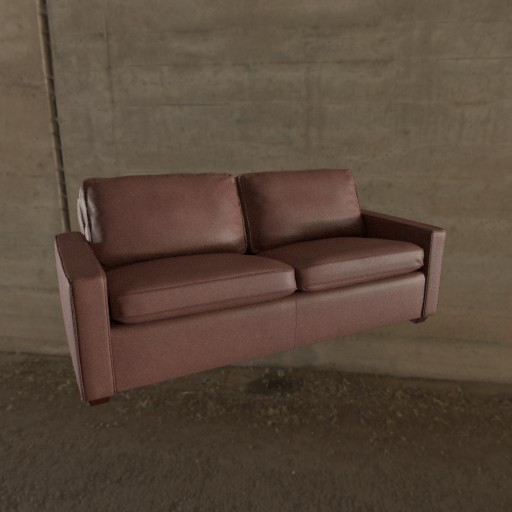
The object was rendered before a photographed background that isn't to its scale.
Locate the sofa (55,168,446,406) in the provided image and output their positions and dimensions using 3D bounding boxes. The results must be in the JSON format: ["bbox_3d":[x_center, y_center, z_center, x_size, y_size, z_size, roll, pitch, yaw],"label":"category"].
[{"bbox_3d":[0.000,0.000,2.545,2.080,0.919,0.940,-8,18,-26],"label":"sofa"}]
